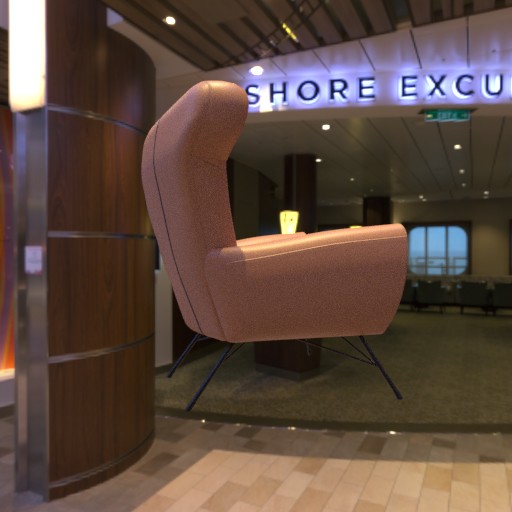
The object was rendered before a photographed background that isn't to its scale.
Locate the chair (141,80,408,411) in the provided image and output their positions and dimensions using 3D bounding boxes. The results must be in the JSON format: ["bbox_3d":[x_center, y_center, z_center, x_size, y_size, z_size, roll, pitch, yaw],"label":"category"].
[{"bbox_3d":[0.000,0.000,1.809,0.900,1.050,0.980,0,1,-20],"label":"chair"}]
